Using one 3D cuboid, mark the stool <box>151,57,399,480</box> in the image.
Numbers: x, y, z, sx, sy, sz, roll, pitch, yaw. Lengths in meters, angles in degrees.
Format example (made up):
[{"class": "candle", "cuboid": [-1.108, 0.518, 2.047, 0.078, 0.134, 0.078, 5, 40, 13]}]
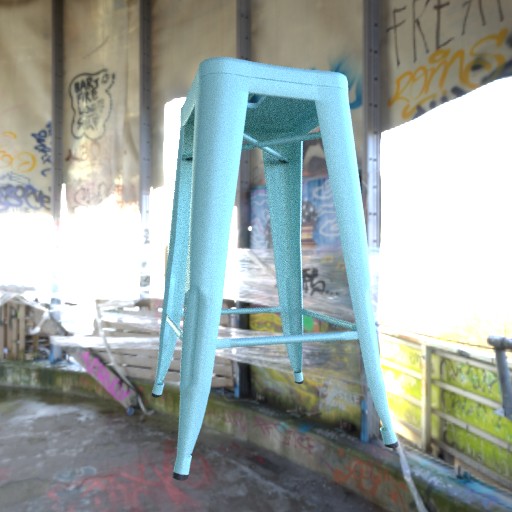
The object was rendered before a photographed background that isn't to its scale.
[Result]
[{"class": "stool", "cuboid": [0.000, 0.000, 0.835, 0.359, 0.609, 0.399, 0, 0, -18]}]
